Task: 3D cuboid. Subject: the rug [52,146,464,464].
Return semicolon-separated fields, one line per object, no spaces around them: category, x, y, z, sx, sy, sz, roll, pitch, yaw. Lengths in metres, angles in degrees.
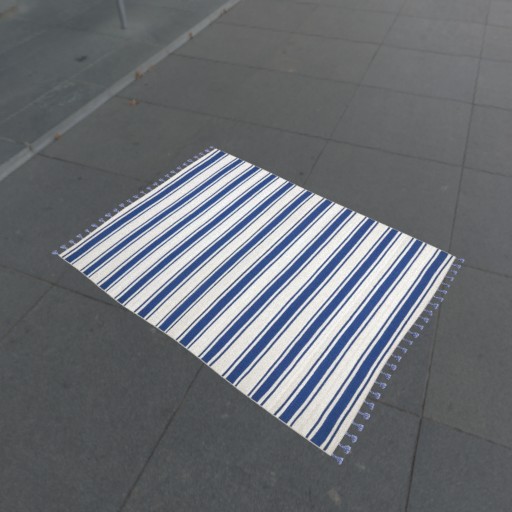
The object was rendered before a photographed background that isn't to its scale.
rug;0.000;0.000;4.475;3.416;0.016;2.471;29;53;25
